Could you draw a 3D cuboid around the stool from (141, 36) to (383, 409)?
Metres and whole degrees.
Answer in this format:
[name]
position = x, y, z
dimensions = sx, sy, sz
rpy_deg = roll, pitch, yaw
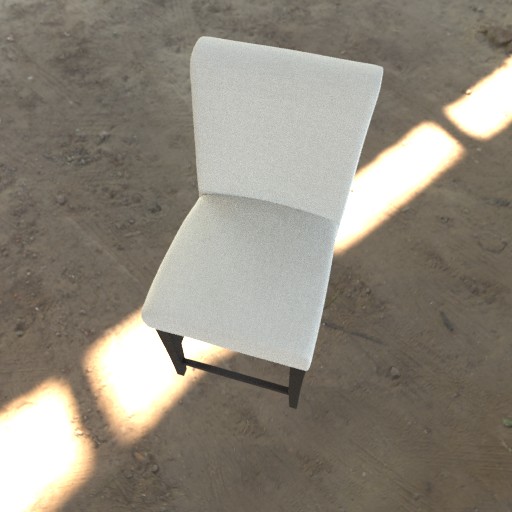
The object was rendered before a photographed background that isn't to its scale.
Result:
[stool]
position = 0.000, 0.000, 1.305
dimensions = 0.452, 0.976, 0.597
rpy_deg = 14, 59, 9
